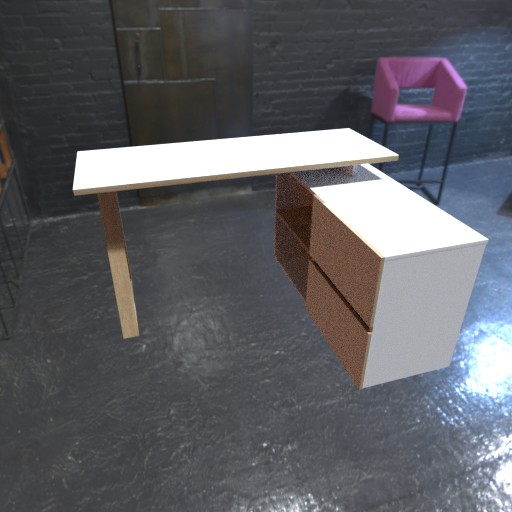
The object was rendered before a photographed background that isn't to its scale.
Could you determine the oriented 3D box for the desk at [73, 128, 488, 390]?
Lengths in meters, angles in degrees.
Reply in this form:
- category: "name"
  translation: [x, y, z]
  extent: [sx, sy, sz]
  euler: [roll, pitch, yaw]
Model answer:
- category: "desk"
  translation: [0.000, 0.000, 1.985]
  extent: [1.404, 0.755, 1.098]
  euler: [-9, 32, -15]
